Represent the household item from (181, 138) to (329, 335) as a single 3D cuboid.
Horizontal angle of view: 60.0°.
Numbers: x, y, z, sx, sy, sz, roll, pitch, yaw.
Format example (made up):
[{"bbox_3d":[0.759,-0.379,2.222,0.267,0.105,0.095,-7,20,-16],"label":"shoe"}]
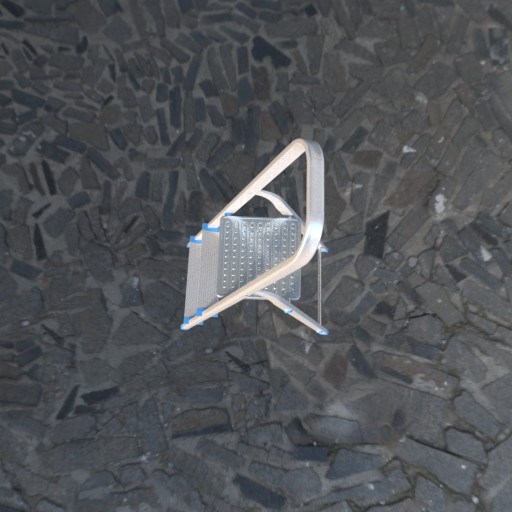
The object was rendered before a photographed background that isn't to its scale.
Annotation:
[{"bbox_3d":[0.000,0.000,1.522,0.687,1.215,0.420,2,76,1],"label":"household item"}]
